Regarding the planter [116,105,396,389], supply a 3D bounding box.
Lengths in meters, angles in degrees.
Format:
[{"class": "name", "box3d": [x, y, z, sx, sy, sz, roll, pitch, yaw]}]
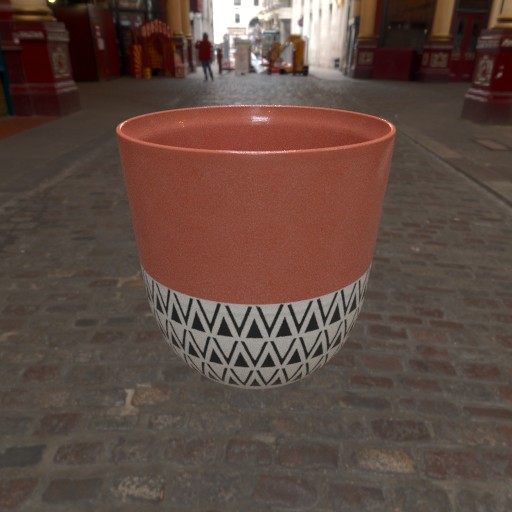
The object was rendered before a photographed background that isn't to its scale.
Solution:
[{"class": "planter", "box3d": [0.000, 0.000, 0.366, 0.195, 0.214, 0.195, 0, 26, 0]}]
